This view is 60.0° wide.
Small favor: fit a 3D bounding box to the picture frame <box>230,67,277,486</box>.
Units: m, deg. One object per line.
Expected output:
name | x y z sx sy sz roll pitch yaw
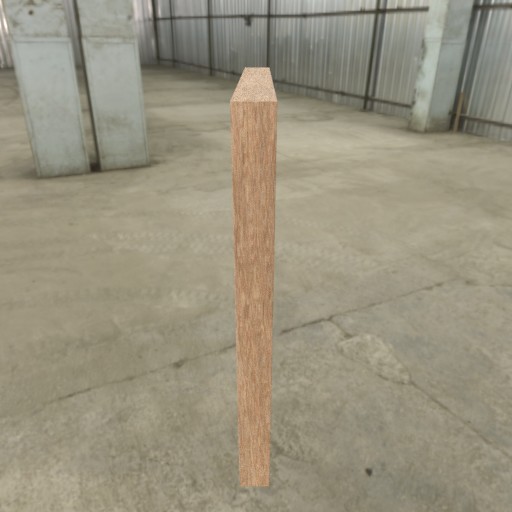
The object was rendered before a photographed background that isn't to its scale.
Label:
picture frame | 0.000 0.000 0.707 0.043 0.526 0.424 0 27 0
